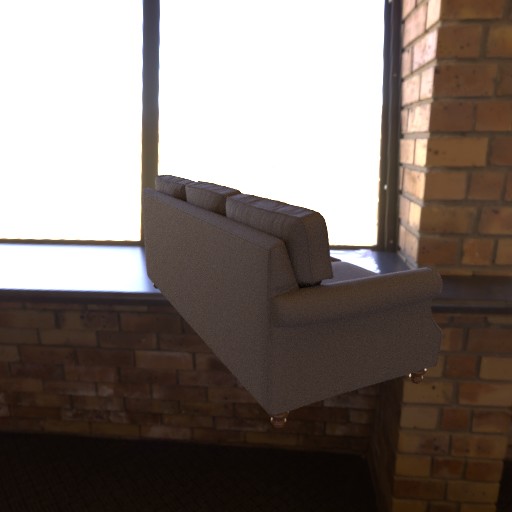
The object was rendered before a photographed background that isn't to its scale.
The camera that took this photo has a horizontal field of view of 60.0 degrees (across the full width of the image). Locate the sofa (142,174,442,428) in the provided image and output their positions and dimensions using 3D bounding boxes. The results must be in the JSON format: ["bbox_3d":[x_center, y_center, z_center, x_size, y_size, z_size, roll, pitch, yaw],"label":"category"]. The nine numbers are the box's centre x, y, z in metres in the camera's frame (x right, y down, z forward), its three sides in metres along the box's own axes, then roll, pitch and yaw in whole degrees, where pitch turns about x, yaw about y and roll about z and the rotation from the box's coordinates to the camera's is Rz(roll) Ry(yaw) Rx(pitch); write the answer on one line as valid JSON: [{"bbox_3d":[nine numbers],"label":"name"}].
[{"bbox_3d":[0.000,0.000,2.853,0.966,0.948,2.353,-7,16,-26],"label":"sofa"}]
